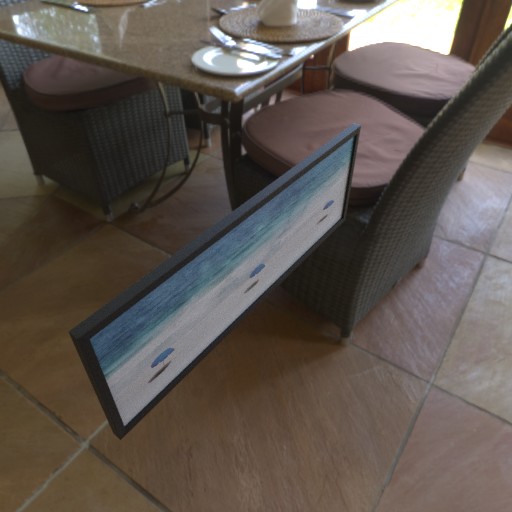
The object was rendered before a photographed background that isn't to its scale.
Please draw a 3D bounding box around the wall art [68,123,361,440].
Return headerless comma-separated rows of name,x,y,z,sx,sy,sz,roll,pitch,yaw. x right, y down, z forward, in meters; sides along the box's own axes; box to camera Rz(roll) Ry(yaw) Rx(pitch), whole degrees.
wall art,0.000,0.000,1.806,0.041,0.554,1.572,27,48,27
